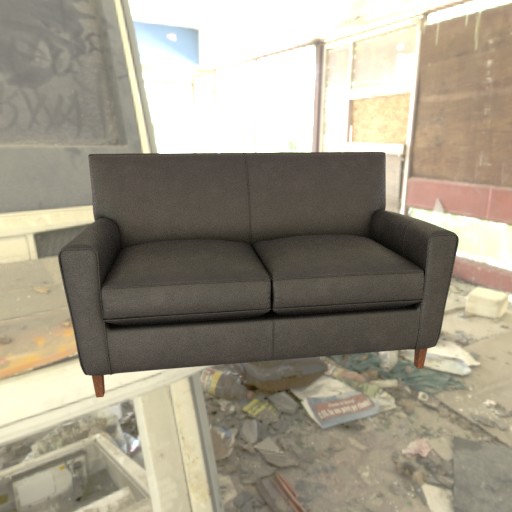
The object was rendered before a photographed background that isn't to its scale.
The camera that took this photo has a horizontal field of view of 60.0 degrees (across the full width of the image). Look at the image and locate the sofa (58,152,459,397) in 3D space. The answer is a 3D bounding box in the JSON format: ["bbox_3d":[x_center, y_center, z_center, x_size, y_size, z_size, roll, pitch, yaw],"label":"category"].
[{"bbox_3d":[0.000,0.000,1.973,1.473,0.871,0.787,-3,16,-9],"label":"sofa"}]
